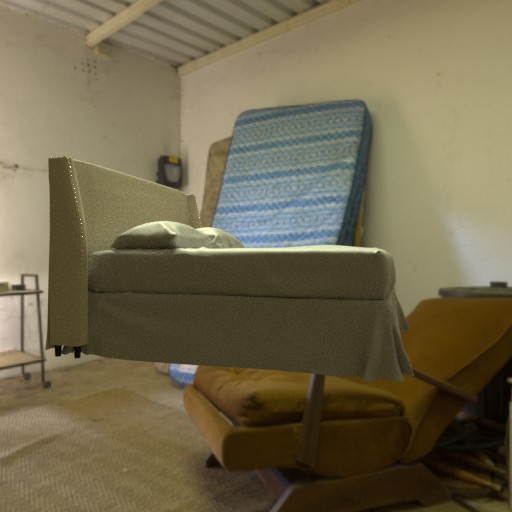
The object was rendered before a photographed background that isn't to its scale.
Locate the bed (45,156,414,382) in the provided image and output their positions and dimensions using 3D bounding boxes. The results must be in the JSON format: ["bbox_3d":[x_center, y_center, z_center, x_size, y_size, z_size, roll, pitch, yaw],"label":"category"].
[{"bbox_3d":[0.000,0.000,3.441,2.276,1.332,1.925,0,0,18],"label":"bed"}]
